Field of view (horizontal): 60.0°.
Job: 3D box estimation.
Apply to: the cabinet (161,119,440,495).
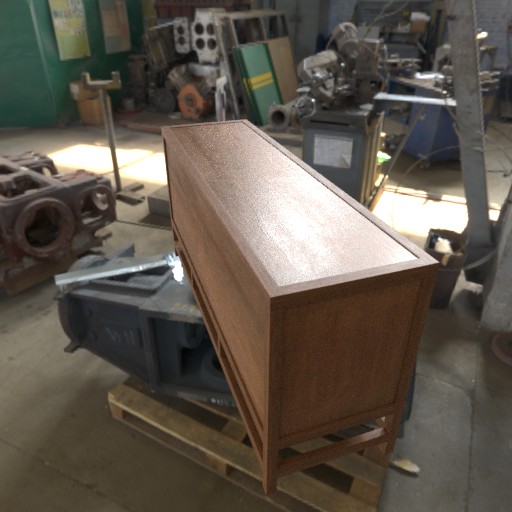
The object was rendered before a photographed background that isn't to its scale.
[{"bbox_3d":[0.000,0.000,2.052,0.522,0.820,1.708,-10,32,-16],"label":"cabinet"}]
